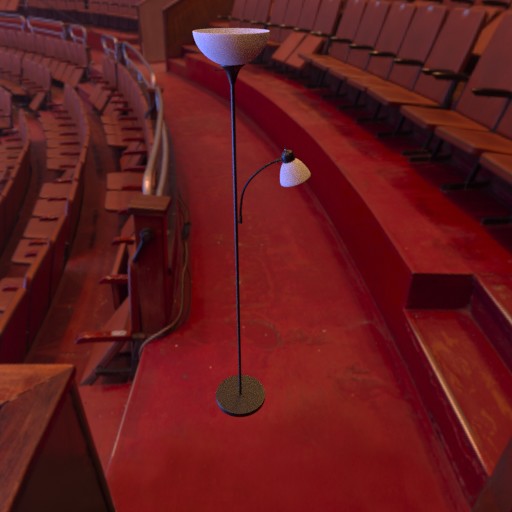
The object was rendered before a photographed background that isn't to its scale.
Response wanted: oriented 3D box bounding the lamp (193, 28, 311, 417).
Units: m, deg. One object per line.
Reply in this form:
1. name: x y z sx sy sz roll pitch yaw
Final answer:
1. lamp: 0.000 0.000 1.988 0.442 1.804 0.279 -1 31 -1
